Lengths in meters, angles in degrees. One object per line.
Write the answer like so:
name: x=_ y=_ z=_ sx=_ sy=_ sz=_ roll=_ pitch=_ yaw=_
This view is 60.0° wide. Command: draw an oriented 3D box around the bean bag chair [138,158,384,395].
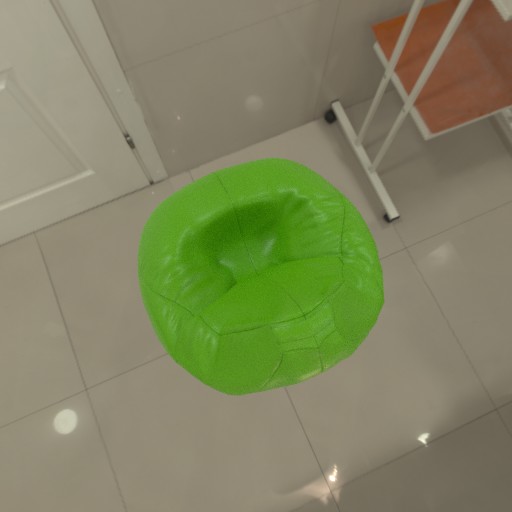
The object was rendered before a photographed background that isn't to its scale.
bean bag chair: x=0.000 y=0.000 z=1.891 sx=1.070 sy=0.990 sz=1.070 roll=-23 pitch=76 yaw=-6
